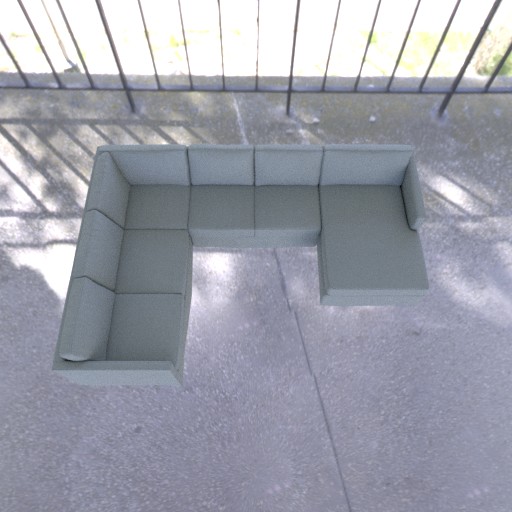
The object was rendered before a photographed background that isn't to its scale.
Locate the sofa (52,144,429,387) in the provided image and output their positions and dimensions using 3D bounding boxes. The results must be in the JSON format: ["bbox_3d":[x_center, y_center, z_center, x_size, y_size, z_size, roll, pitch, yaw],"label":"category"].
[{"bbox_3d":[0.000,0.000,4.490,3.460,0.882,2.427,0,63,0],"label":"sofa"}]
